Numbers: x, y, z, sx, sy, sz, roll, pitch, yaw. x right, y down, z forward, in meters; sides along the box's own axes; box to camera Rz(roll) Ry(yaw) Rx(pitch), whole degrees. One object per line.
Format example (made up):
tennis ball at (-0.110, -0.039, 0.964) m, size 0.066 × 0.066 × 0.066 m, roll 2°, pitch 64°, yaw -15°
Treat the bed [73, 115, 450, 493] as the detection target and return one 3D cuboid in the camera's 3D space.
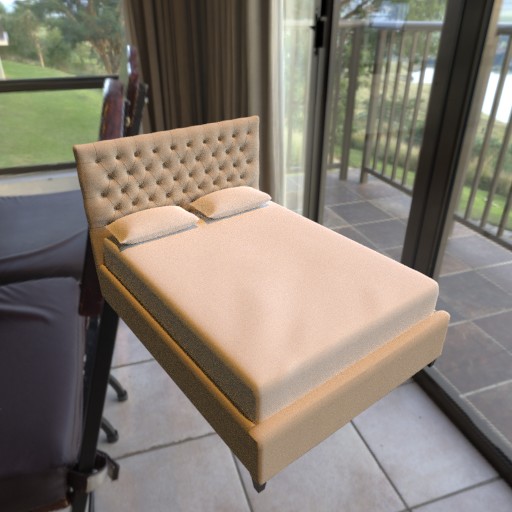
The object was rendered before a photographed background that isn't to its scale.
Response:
bed at (0.000, 0.000, 3.227) m, size 1.696 × 1.426 × 2.233 m, roll -21°, pitch 35°, yaw -32°
